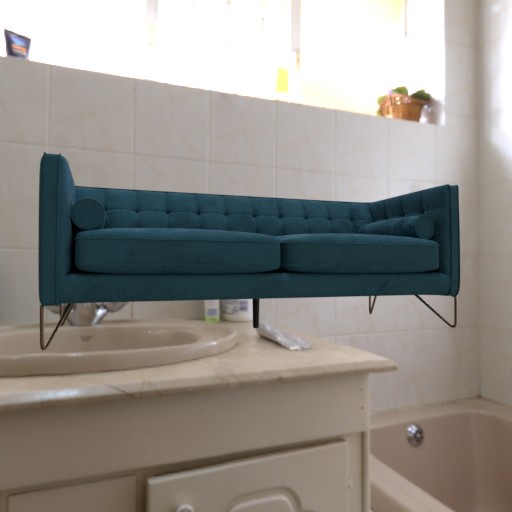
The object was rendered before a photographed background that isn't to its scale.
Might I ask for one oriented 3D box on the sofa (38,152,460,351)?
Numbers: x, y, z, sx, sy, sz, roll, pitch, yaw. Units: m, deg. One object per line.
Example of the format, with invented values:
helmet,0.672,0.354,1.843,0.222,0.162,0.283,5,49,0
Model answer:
sofa,0.000,0.000,2.443,2.087,0.789,0.867,1,-2,-19
